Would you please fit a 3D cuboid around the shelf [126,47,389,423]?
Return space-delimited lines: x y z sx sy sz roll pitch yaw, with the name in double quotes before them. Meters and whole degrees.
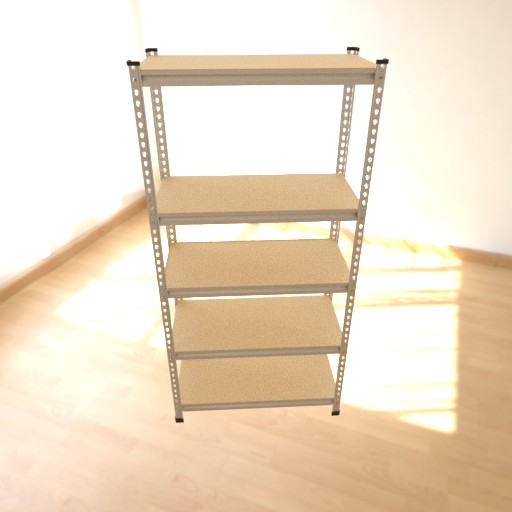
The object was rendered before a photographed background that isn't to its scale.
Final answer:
"shelf" 0.000 0.000 2.187 0.914 1.829 0.457 -2 30 -3
